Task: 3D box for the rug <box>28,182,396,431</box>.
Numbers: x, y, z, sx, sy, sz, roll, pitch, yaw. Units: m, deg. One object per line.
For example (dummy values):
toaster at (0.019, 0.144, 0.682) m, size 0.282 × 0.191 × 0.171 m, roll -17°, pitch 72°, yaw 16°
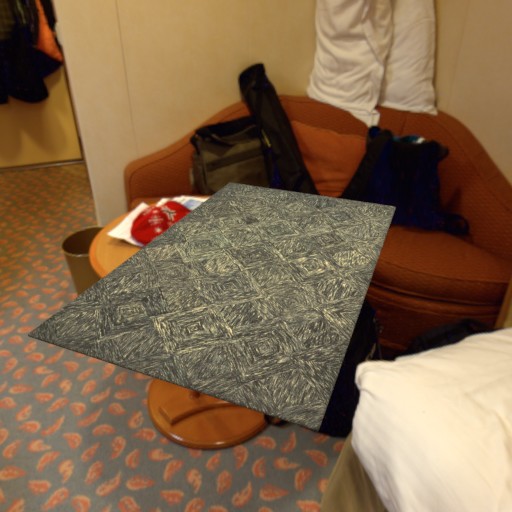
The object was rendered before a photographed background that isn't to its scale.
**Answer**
rug at (0.000, 0.000, 2.876) m, size 1.478 × 0.017 × 2.330 m, roll 11°, pitch 31°, yaw 19°
